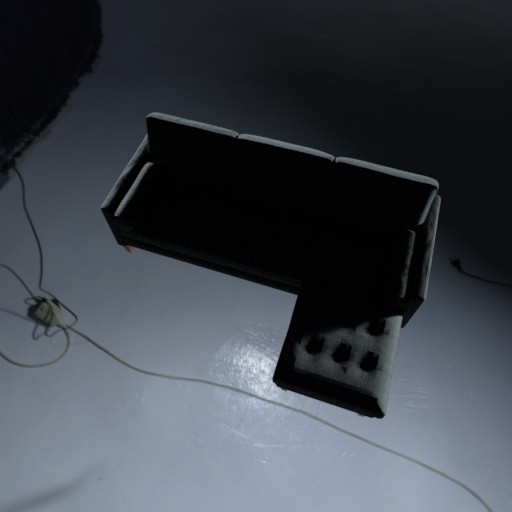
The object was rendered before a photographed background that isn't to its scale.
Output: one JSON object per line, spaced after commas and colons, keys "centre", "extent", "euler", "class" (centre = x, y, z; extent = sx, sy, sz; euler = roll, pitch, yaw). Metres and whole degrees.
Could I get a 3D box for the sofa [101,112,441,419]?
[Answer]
{"centre": [0.000, 0.000, 2.975], "extent": [2.178, 0.876, 1.506], "euler": [16, 61, 9], "class": "sofa"}
